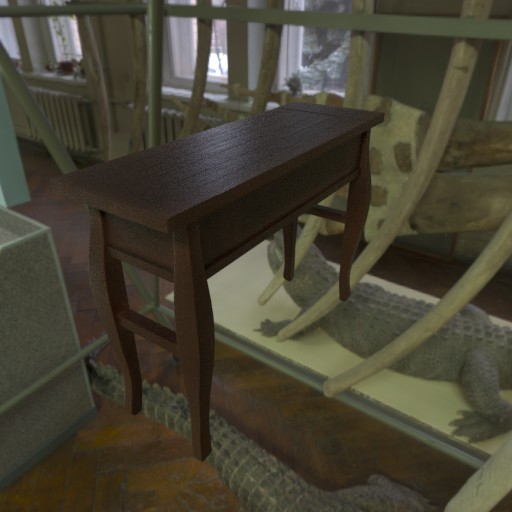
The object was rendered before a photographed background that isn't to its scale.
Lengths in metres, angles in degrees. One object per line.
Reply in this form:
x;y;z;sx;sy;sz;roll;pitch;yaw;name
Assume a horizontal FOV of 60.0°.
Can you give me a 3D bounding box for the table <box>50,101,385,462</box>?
0.000;0.000;1.445;0.373;0.768;1.062;19;35;30;table
